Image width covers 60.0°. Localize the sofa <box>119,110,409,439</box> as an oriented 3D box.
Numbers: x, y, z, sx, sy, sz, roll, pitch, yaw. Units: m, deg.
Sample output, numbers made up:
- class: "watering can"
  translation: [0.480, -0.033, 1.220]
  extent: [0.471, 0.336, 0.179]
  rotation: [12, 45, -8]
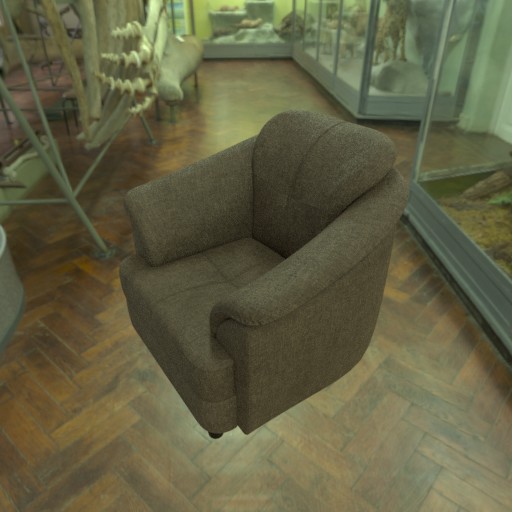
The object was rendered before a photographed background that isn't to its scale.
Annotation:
- class: "sofa"
  translation: [0.000, 0.000, 1.515]
  extent: [0.794, 0.811, 0.870]
  rotation: [-20, 37, -29]
